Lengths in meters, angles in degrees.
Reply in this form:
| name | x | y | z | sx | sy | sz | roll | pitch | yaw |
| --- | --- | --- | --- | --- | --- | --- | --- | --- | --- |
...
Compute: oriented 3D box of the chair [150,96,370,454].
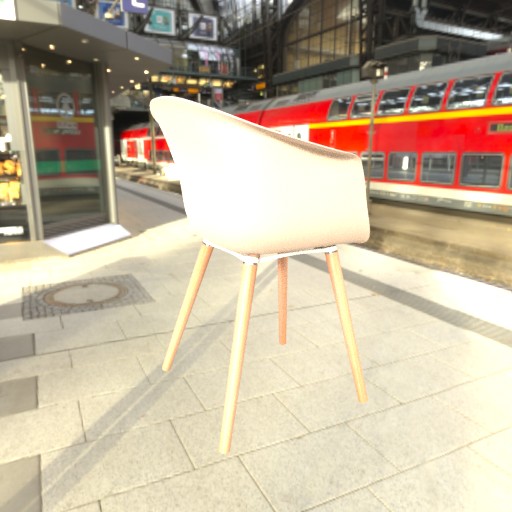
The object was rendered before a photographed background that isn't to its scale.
| name | x | y | z | sx | sy | sz | roll | pitch | yaw |
| --- | --- | --- | --- | --- | --- | --- | --- | --- | --- |
| chair | 0.000 | 0.000 | 1.190 | 0.504 | 0.781 | 0.593 | -7 | 16 | -27 |
